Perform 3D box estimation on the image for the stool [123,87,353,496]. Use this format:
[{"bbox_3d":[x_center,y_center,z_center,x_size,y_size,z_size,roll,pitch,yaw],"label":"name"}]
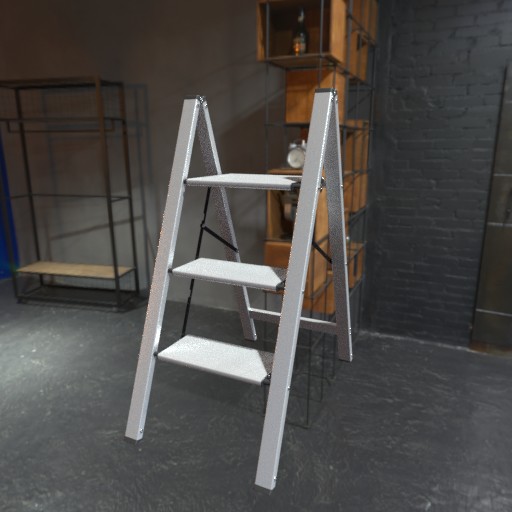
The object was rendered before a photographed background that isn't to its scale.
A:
[{"bbox_3d":[0.000,0.000,1.298,0.441,0.902,0.730,7,16,26],"label":"stool"}]
